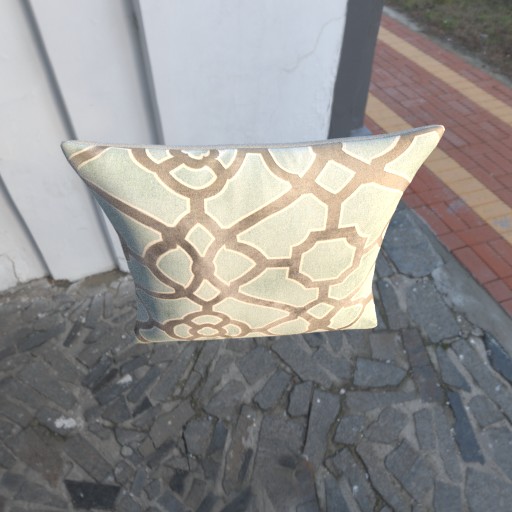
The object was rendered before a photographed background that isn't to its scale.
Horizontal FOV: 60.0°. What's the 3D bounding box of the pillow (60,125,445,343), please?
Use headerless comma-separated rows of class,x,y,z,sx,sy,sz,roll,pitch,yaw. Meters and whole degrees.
pillow,0.000,0.000,0.815,0.552,0.508,0.166,-3,48,-3
